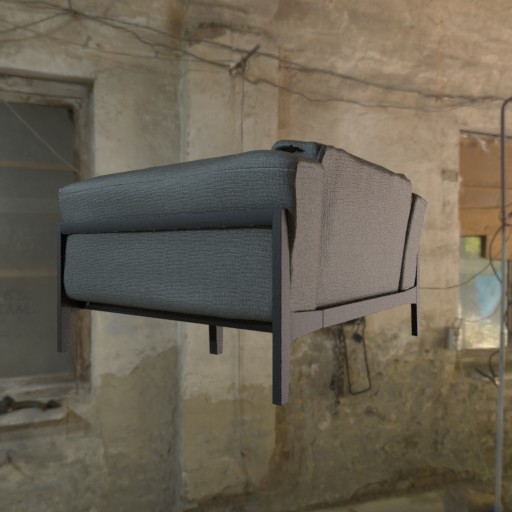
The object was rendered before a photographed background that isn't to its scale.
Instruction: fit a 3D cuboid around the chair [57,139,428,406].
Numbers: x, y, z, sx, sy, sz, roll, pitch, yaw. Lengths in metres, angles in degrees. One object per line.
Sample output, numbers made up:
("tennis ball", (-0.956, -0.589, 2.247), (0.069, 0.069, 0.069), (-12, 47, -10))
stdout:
("chair", (0.000, 0.000, 1.646), (0.969, 0.646, 1.056), (0, 1, 36))
